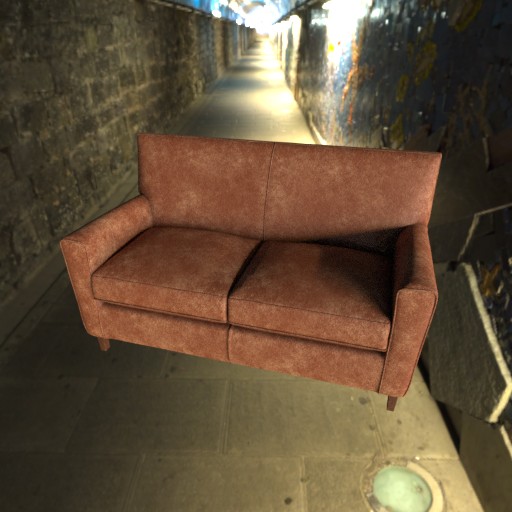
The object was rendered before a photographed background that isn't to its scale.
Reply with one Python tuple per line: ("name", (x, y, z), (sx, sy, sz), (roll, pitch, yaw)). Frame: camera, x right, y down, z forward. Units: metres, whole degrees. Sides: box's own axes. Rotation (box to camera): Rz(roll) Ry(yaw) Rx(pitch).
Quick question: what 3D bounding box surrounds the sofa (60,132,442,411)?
("sofa", (0.000, 0.000, 2.005), (1.473, 0.871, 0.787), (8, 28, 15))
